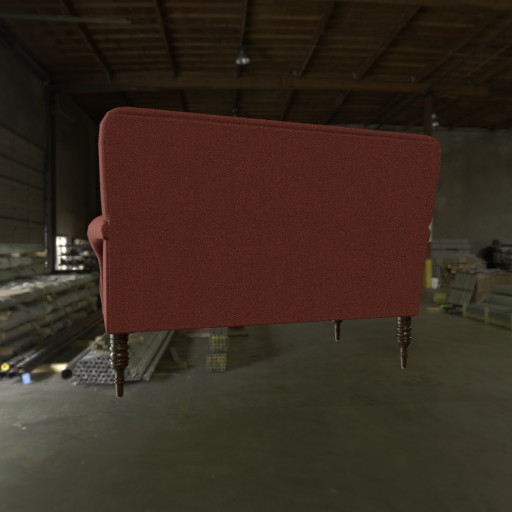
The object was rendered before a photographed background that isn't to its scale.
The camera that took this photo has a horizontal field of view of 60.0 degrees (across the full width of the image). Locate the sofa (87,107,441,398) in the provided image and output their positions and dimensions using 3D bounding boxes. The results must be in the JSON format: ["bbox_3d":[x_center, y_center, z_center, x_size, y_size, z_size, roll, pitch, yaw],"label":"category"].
[{"bbox_3d":[0.000,0.000,1.808,1.297,0.889,0.779,0,1,-18],"label":"sofa"}]
